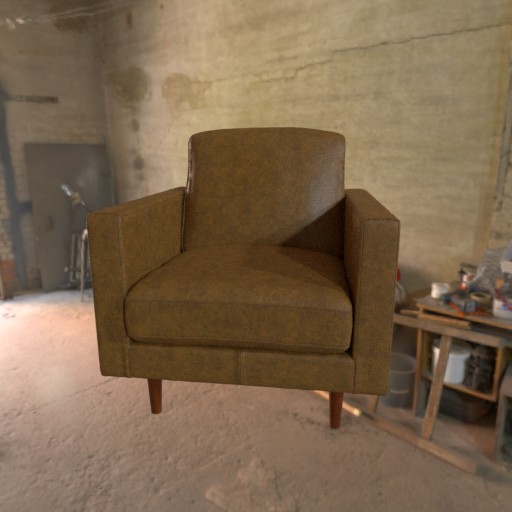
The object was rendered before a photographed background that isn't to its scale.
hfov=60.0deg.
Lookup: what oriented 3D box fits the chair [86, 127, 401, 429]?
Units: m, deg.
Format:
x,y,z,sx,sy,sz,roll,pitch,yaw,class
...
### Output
x,y,z,sx,sy,sz,roll,pitch,yaw,class
0.000,0.000,1.670,0.890,0.956,0.909,2,14,7,chair
